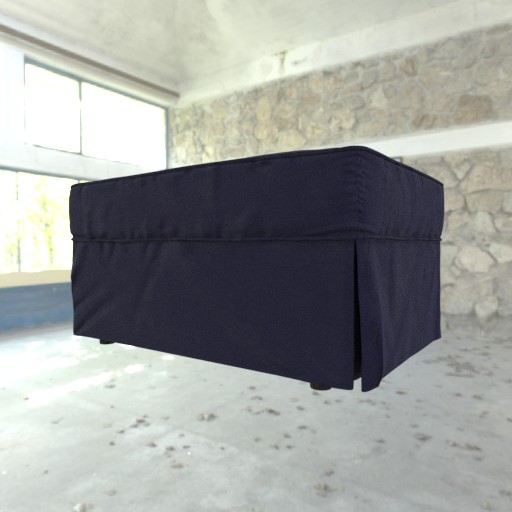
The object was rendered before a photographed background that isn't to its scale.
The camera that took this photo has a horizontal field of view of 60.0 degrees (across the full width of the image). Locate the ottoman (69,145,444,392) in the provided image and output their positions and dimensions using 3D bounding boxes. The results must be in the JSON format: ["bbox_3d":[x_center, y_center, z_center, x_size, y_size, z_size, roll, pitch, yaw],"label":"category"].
[{"bbox_3d":[0.000,0.000,1.269,0.938,0.503,0.637,1,2,36],"label":"ottoman"}]
